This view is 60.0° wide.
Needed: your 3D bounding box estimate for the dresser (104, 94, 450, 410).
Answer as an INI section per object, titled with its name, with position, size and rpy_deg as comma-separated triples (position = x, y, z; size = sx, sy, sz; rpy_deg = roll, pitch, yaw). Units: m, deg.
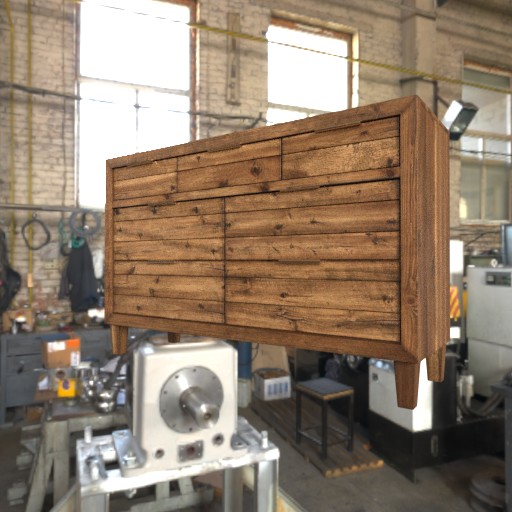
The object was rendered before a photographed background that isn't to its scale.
[dresser]
position = 0.000, 0.000, 1.802
size = 1.387, 0.892, 0.438
rpy_deg = 0, -1, 35
